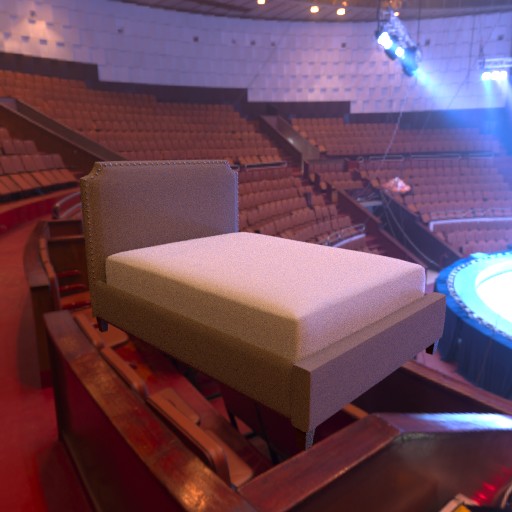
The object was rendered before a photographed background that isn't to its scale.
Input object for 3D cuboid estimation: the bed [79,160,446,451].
[{"bbox_3d":[0.000,0.000,3.490,2.372,1.443,1.713,13,18,43],"label":"bed"}]
